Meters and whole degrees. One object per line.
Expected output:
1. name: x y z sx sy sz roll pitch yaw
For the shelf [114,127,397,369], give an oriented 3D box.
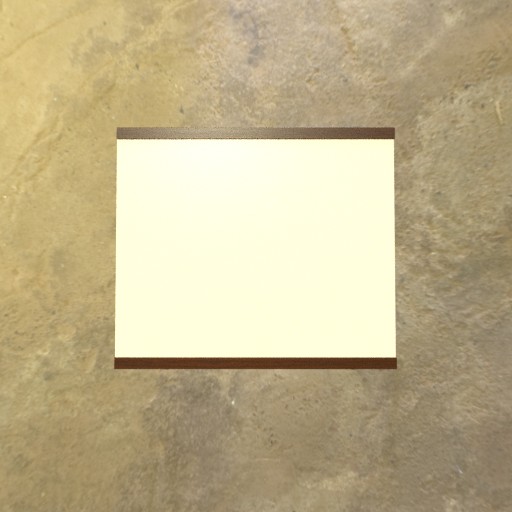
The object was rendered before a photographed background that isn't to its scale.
1. shelf: 0.000 0.000 0.757 0.290 0.600 0.253 0 88 0
